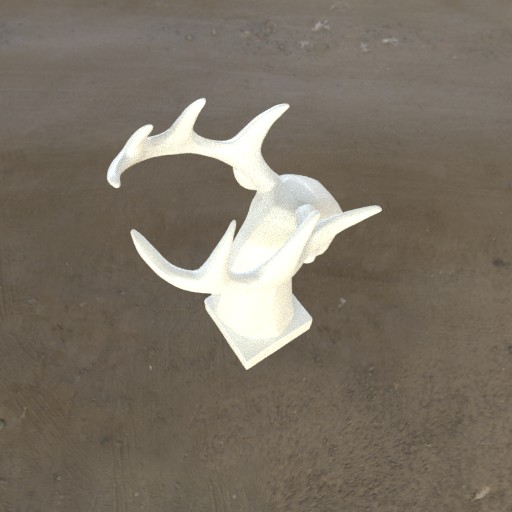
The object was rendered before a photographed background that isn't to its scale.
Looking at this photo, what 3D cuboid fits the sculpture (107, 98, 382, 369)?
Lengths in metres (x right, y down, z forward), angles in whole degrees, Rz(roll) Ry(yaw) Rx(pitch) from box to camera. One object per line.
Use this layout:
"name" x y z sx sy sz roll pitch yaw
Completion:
"sculpture" 0.000 0.000 0.460 0.224 0.329 0.174 -30 63 -17
